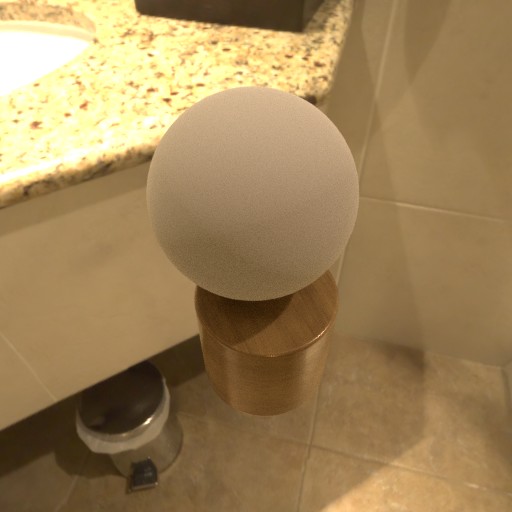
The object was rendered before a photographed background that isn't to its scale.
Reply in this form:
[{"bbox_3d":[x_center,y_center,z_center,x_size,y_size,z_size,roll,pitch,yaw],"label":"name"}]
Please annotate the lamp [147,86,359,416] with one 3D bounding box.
[{"bbox_3d":[0.000,0.000,0.340,0.141,0.250,0.152,-17,50,-15],"label":"lamp"}]
